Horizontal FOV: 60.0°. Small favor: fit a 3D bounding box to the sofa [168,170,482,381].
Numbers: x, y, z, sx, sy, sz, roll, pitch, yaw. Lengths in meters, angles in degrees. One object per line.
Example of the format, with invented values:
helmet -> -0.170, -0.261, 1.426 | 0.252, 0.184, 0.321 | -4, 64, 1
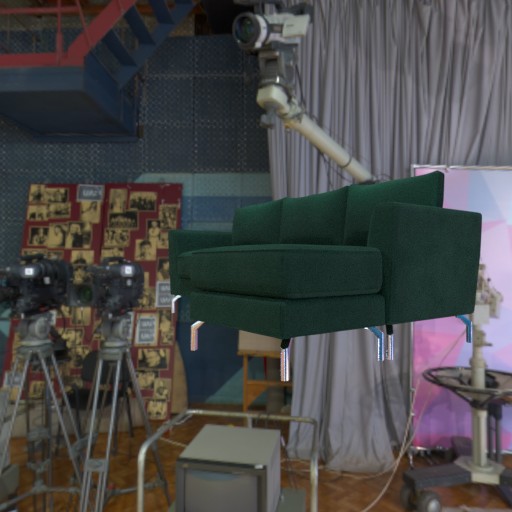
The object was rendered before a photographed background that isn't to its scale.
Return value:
sofa -> 0.000, 0.000, 3.105 | 1.489, 1.007, 2.441 | 0, -1, -36
